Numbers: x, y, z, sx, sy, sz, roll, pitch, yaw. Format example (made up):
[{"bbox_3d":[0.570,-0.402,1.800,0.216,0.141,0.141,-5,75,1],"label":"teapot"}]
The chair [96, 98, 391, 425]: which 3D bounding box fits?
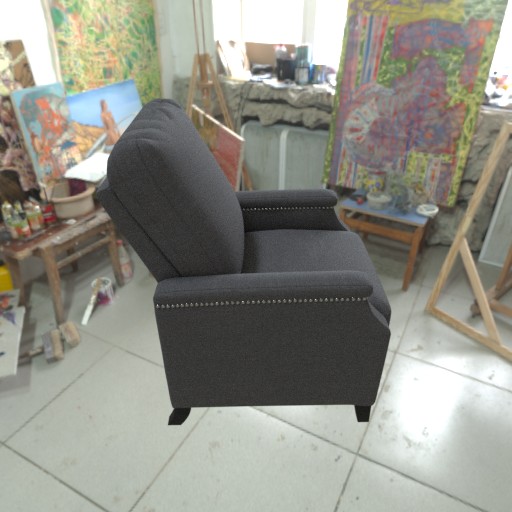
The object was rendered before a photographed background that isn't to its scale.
[{"bbox_3d":[0.000,0.000,1.657,0.922,1.049,0.710,-1,33,-1],"label":"chair"}]
